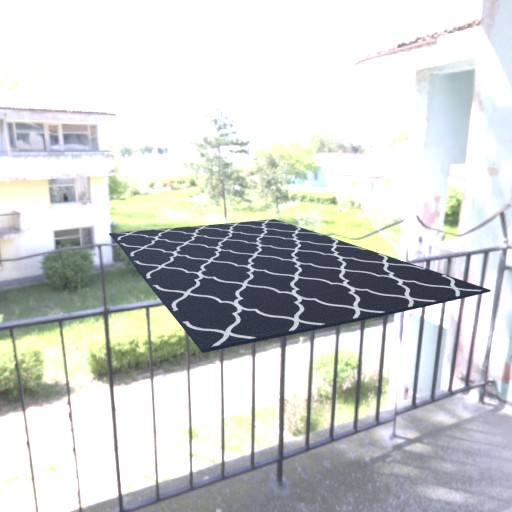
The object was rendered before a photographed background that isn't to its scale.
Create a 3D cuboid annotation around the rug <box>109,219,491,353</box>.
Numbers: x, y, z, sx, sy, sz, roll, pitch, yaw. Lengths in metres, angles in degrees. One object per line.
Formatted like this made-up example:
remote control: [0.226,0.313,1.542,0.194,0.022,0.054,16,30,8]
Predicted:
rug: [0.000,0.000,2.883,1.526,0.014,2.290,-7,16,-25]
